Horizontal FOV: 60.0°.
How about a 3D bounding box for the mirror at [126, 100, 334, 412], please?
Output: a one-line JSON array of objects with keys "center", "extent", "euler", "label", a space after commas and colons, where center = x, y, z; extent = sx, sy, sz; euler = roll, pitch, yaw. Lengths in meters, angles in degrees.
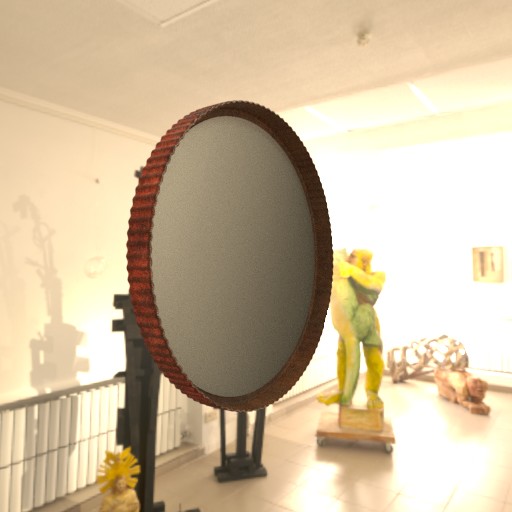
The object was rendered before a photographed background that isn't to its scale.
[{"center": [0.000, 0.000, 0.911], "extent": [0.056, 0.609, 0.609], "euler": [-1, -2, 36], "label": "mirror"}]
